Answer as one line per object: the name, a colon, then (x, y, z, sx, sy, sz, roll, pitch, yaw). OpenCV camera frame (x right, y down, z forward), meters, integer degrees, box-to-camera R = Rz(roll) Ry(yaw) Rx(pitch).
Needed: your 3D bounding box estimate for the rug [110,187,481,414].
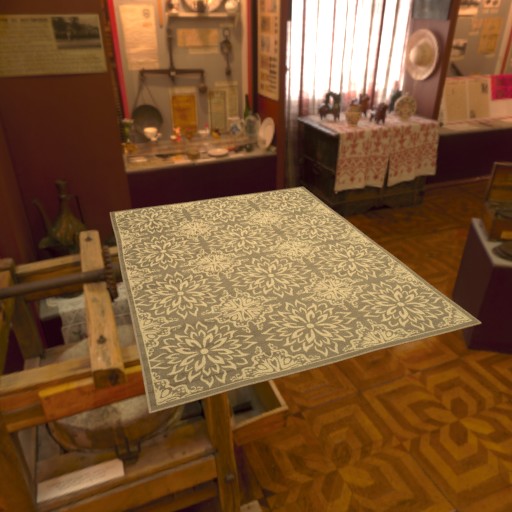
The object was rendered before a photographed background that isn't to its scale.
rug: (0.000, 0.000, 4.047, 2.363, 0.012, 2.980, -10, 31, -18)
